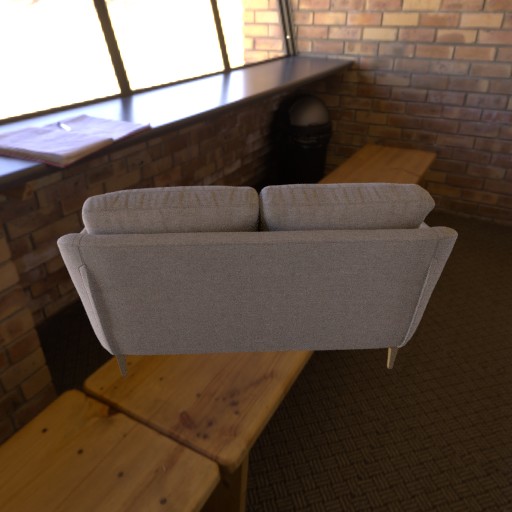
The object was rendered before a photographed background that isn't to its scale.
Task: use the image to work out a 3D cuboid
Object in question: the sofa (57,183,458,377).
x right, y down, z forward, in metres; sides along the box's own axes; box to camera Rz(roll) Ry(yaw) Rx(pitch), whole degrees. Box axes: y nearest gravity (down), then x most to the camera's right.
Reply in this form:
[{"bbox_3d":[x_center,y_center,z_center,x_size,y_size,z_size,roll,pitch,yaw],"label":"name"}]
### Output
[{"bbox_3d":[0.000,0.000,2.129,1.619,0.904,0.960,-1,30,-2],"label":"sofa"}]
